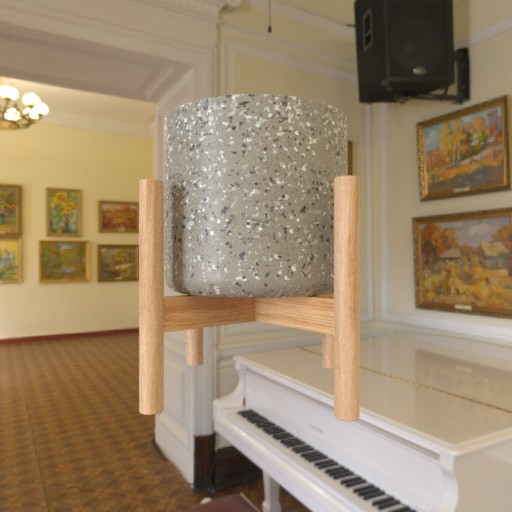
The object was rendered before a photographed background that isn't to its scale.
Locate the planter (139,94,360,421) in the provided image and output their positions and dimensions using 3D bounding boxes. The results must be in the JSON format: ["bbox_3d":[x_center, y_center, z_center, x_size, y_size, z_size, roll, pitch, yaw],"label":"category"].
[{"bbox_3d":[0.000,0.000,0.548,0.284,0.320,0.284,0,0,-17],"label":"planter"}]
